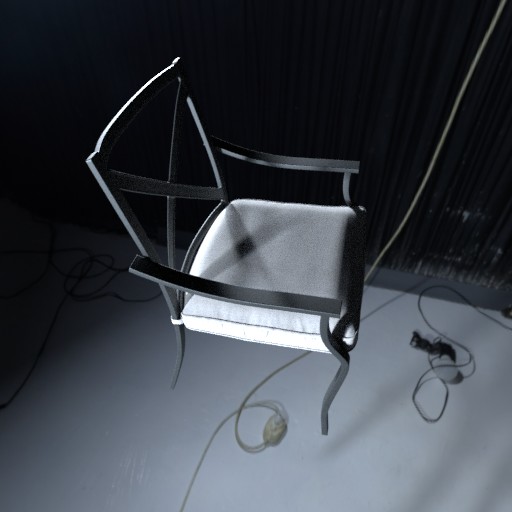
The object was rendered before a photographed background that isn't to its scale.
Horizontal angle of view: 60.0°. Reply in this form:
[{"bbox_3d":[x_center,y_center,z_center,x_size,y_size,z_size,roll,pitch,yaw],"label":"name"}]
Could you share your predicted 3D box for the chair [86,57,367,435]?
[{"bbox_3d":[0.000,0.000,1.278,0.620,0.889,0.575,10,47,9],"label":"chair"}]
